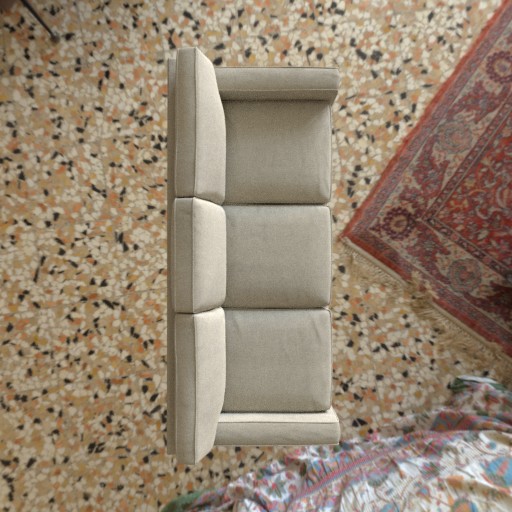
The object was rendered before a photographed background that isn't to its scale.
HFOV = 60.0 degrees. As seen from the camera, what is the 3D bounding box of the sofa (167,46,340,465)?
[{"bbox_3d":[0.000,0.000,2.552,0.936,0.862,2.093,0,90,0],"label":"sofa"}]
